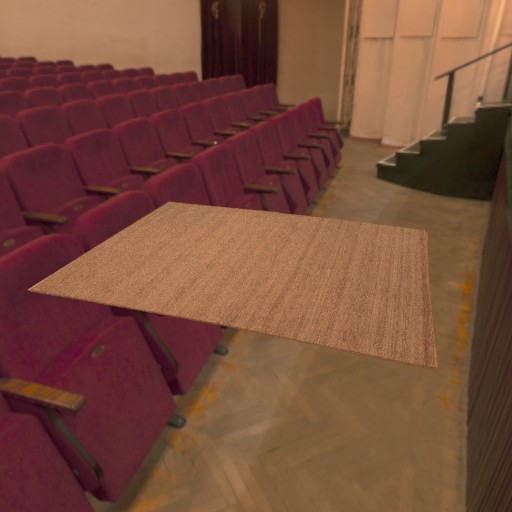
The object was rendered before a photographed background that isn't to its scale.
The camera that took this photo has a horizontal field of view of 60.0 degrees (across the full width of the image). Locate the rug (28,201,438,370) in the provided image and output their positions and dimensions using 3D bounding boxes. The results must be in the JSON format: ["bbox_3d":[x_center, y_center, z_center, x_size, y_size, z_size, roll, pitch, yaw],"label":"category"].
[{"bbox_3d":[0.000,0.000,5.039,3.778,0.053,2.873,8,27,16],"label":"rug"}]
